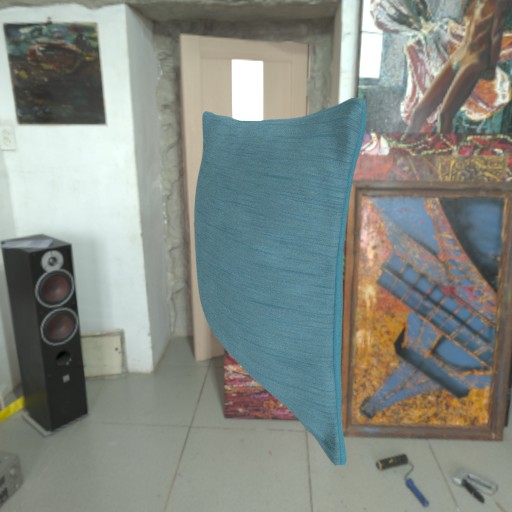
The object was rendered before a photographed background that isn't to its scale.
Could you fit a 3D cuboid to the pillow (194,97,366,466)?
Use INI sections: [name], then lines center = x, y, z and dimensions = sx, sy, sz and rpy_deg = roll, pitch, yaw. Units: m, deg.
[pillow]
center = 0.000, 0.000, 0.647
dimensions = 0.151, 0.415, 0.433
rpy_deg = -8, 18, -25
